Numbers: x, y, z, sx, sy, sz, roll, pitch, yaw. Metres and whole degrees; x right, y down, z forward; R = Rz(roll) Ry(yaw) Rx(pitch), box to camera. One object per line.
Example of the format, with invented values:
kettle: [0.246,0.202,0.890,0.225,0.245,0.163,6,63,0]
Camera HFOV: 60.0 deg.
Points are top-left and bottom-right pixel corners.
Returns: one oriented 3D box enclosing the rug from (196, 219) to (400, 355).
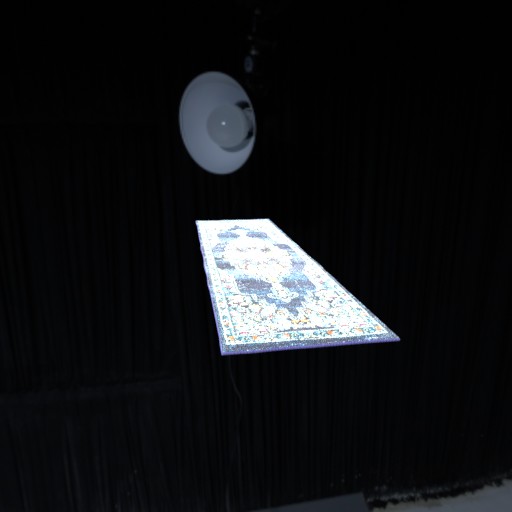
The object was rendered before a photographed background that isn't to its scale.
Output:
rug: [0.000,0.000,2.509,0.602,0.016,2.283,-2,15,-9]
